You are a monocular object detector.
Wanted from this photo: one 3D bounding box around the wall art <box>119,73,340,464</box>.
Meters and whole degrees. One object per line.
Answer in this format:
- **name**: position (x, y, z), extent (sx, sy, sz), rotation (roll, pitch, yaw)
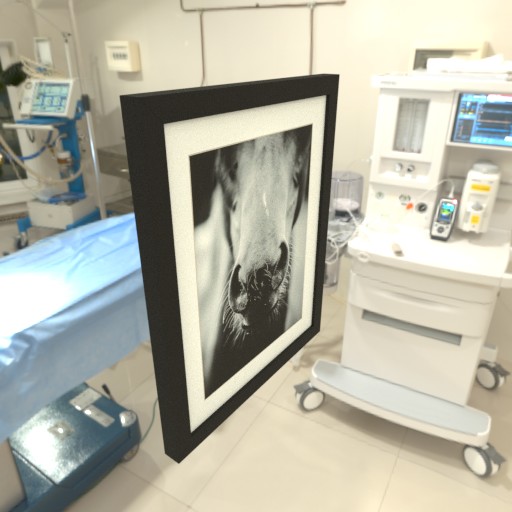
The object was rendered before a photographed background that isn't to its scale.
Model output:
- **wall art**: position (0.000, 0.000, 0.552), extent (0.024, 0.404, 0.329), rotation (18, 31, 33)
